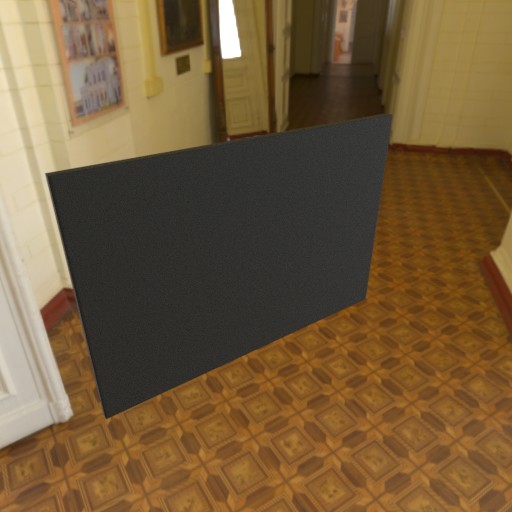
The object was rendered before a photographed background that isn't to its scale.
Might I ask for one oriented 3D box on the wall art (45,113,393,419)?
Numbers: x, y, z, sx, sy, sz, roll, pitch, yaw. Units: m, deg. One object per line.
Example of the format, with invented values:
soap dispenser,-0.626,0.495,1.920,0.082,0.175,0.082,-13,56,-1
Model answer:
wall art,0.000,0.000,1.239,0.964,0.659,0.049,-18,34,-28
